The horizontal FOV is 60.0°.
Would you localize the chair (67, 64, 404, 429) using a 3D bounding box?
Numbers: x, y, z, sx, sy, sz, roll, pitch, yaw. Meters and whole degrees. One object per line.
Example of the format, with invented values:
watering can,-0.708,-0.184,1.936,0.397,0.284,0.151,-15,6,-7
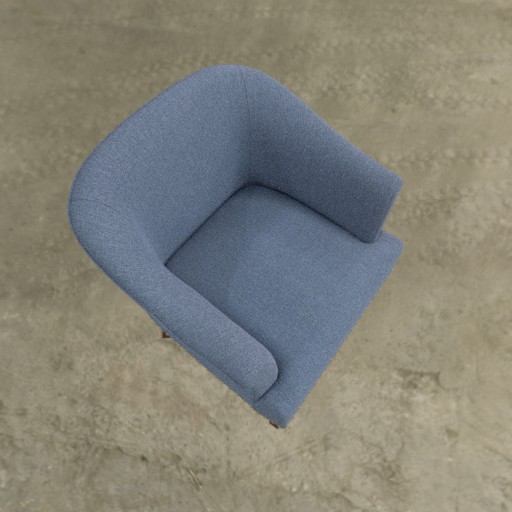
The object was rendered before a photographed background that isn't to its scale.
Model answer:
chair,0.000,0.000,1.362,0.704,0.815,0.772,33,64,18
